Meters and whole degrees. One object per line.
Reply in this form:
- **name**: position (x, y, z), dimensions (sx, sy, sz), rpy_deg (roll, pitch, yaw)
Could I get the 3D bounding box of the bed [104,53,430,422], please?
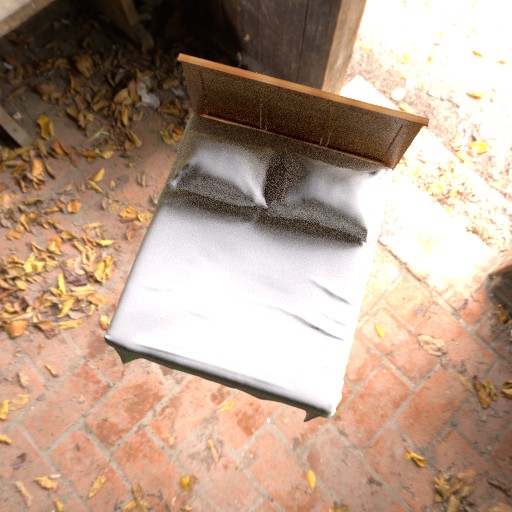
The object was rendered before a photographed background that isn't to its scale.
- **bed**: position (0.000, 0.000, 3.179), dimensions (1.870, 1.273, 2.035), rpy_deg (16, 75, 4)
